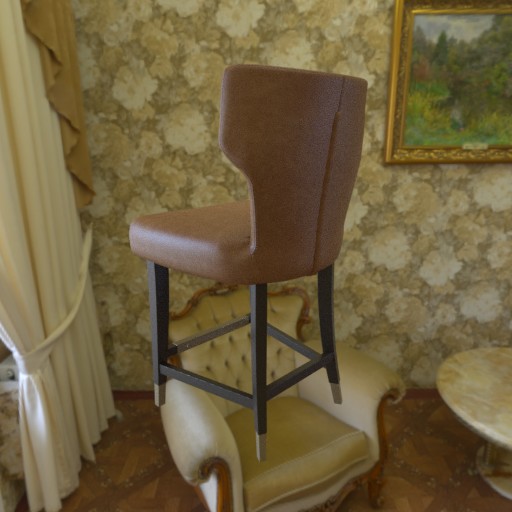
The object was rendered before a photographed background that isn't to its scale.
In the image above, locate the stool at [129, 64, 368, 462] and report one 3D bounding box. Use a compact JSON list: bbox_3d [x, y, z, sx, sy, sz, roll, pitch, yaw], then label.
[{"bbox_3d":[0.000,0.000,1.312,0.563,0.982,0.526,15,22,42],"label":"stool"}]
